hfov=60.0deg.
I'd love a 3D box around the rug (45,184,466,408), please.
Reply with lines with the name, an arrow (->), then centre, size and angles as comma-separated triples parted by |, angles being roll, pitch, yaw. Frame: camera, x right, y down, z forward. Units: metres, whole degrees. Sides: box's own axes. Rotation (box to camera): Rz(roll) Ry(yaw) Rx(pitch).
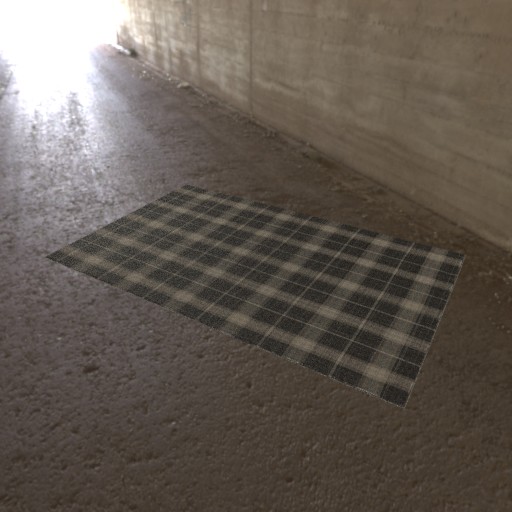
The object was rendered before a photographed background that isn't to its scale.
rug -> 0.000, 0.000, 3.011 | 2.434, 0.015, 1.520 | 18, 35, 26
